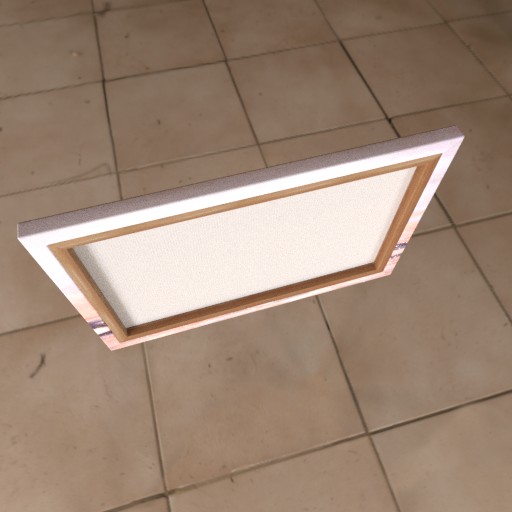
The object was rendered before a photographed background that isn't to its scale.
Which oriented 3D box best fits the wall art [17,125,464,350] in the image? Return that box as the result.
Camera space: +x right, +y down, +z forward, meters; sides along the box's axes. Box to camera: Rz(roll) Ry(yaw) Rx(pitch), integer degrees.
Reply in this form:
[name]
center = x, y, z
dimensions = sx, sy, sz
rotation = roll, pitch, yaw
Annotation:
[wall art]
center = 0.000, 0.000, 1.138
dimensions = 0.913, 0.609, 0.038
rotation = -14, 60, -8
